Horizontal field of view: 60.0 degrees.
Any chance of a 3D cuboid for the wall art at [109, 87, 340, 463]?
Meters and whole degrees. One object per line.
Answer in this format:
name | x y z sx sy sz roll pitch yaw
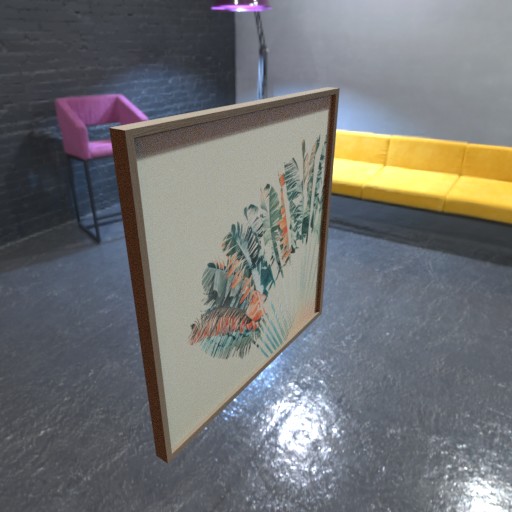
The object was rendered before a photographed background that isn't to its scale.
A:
wall art | 0.000 0.000 1.149 0.038 0.758 0.761 18 31 31
